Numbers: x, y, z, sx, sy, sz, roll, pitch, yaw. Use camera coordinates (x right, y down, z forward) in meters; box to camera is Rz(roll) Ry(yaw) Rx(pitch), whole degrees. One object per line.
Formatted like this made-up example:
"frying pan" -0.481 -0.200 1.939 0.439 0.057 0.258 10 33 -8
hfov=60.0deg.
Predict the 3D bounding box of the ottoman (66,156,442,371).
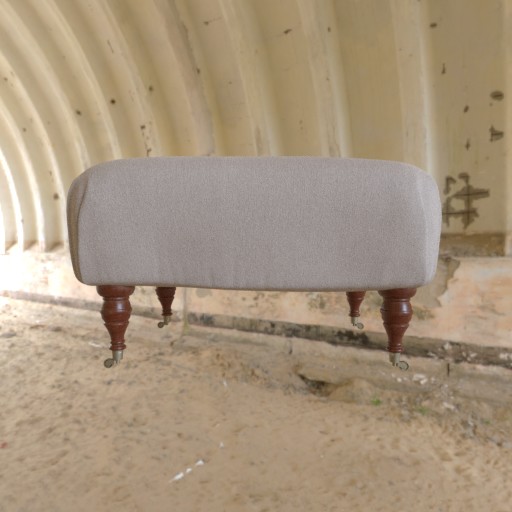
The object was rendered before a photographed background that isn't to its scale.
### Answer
"ottoman" 0.000 0.000 1.124 0.746 0.450 0.622 0 2 2
